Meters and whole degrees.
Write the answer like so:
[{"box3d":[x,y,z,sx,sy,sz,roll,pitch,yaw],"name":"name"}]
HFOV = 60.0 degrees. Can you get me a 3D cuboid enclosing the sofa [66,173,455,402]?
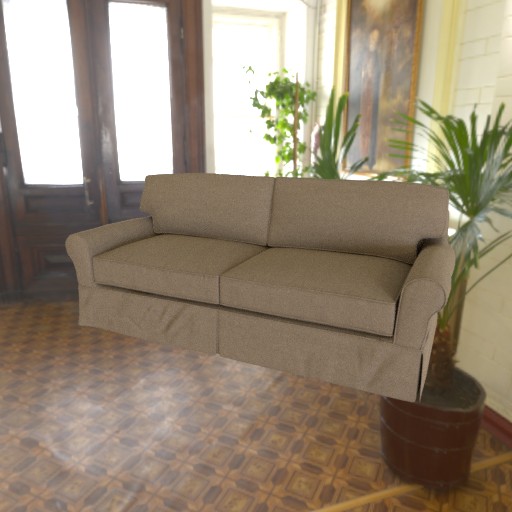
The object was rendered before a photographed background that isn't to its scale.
[{"box3d":[0.000,0.000,2.753,2.248,0.943,0.991,7,17,24],"name":"sofa"}]
